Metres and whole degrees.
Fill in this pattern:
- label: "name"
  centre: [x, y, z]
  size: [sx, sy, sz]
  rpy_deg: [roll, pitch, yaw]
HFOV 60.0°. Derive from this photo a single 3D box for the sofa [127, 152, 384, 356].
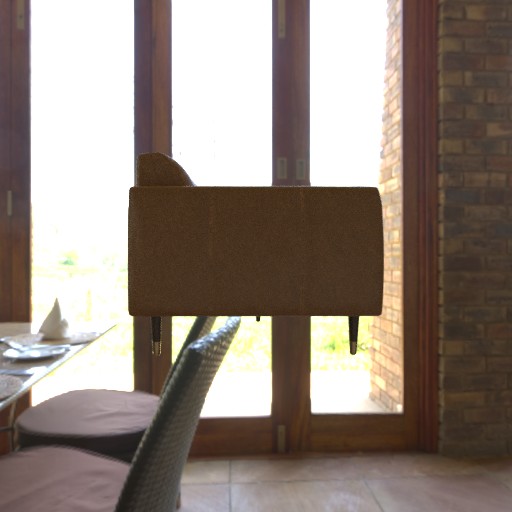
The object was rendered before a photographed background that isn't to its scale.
- label: "sofa"
  centre: [0.000, 0.000, 2.762]
  size: [0.990, 0.821, 2.291]
  rpy_deg: [0, 0, 0]
